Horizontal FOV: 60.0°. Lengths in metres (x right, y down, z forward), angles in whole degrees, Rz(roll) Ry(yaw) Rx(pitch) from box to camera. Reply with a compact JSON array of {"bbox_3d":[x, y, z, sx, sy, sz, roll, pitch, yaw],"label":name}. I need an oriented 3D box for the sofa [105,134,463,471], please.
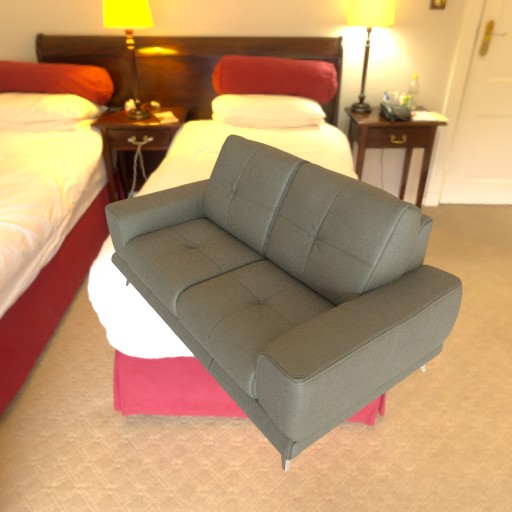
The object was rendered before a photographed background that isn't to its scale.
[{"bbox_3d":[0.000,0.000,2.343,1.018,0.907,1.806,-21,37,-31],"label":"sofa"}]
